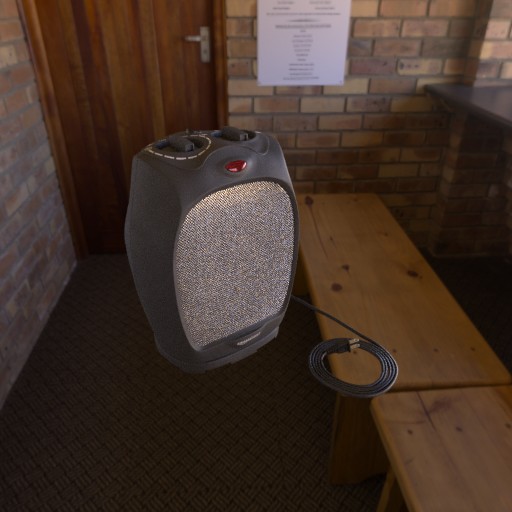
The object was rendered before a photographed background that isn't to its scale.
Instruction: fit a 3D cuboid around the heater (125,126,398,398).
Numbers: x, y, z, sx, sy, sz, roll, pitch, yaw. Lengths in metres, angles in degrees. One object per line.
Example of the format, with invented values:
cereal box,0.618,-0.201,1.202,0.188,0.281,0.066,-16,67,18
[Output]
heater,0.000,0.000,0.484,0.239,0.255,0.291,-20,35,-31
